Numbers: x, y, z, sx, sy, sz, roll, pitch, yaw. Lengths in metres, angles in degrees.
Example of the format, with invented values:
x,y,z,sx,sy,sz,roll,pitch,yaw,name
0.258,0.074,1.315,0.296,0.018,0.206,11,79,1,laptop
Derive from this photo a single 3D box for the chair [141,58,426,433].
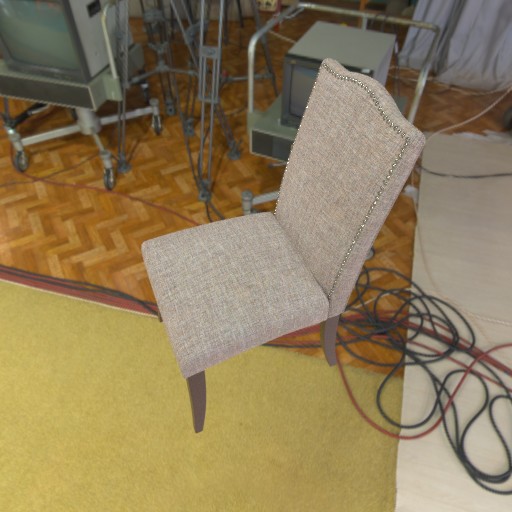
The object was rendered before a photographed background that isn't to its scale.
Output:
x,y,z,sx,sy,sz,roll,pitch,yaw,name
0.000,0.000,1.381,0.660,1.016,0.513,-17,50,-15,chair
